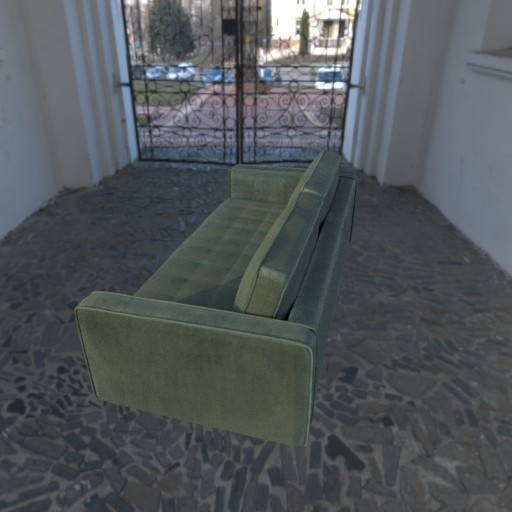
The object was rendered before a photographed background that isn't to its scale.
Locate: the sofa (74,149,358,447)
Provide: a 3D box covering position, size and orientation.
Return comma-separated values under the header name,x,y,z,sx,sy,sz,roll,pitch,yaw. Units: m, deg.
name,x,y,z,sx,sy,sz,roll,pitch,yaw
sofa,0.000,0.000,2.301,0.886,0.781,1.816,8,29,14
